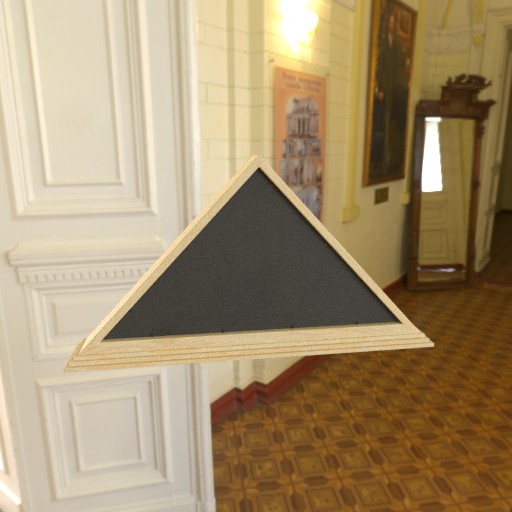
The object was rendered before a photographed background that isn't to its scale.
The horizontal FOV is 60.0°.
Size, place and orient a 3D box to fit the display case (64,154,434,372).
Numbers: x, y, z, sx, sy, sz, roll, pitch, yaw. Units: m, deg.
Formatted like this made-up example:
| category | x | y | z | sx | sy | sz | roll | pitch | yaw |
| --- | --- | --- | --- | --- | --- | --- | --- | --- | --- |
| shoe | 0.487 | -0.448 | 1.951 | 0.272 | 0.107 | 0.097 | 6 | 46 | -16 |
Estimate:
| category | x | y | z | sx | sy | sz | roll | pitch | yaw |
| --- | --- | --- | --- | --- | --- | --- | --- | --- | --- |
| display case | 0.000 | 0.000 | 0.764 | 0.640 | 0.340 | 0.095 | -2 | 14 | -8 |
